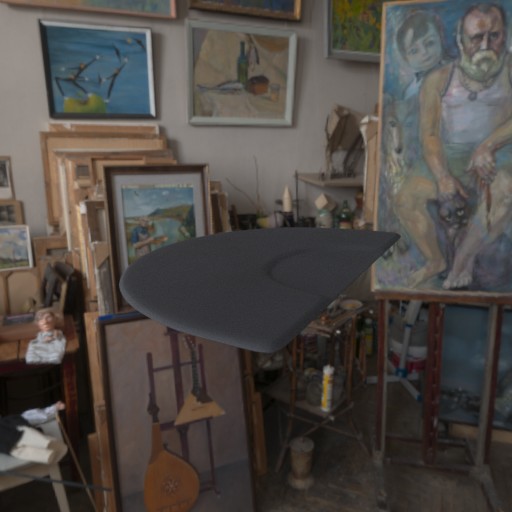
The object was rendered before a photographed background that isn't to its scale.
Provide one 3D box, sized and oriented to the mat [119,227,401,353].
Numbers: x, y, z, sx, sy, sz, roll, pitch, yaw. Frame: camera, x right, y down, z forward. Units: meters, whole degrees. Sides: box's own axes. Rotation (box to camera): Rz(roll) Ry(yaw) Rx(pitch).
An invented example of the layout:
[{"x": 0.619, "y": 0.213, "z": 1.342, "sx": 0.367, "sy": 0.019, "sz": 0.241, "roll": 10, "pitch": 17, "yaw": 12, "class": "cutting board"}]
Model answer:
[{"x": 0.000, "y": 0.000, "z": 1.860, "sx": 0.917, "sy": 0.022, "sz": 1.525, "roll": 8, "pitch": 16, "yaw": 27, "class": "mat"}]
